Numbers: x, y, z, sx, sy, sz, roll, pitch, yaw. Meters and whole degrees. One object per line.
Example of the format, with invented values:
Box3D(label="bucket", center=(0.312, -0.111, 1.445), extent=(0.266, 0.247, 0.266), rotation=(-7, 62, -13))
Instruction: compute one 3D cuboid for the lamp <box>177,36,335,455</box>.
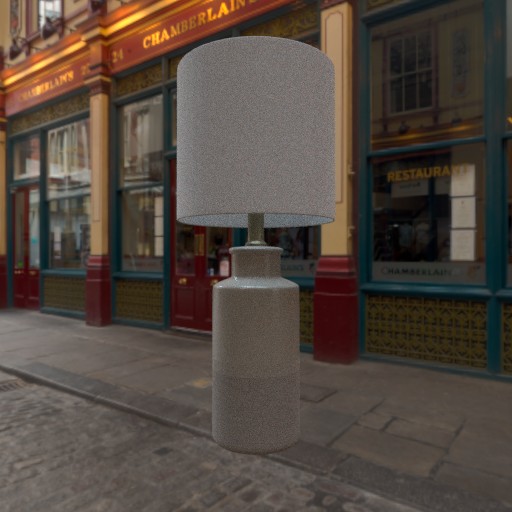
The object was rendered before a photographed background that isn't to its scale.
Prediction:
Box3D(label="lamp", center=(0.000, 0.000, 0.602), extent=(0.212, 0.493, 0.212), rotation=(-1, -1, 36))
